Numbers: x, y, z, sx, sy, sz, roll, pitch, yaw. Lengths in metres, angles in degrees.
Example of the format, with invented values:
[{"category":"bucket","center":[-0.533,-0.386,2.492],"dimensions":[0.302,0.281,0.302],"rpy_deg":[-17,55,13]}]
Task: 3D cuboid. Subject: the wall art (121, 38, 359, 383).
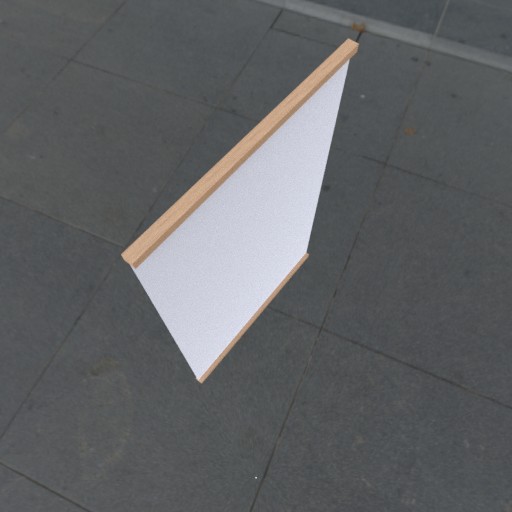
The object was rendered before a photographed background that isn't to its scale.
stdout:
[{"category":"wall art","center":[0.000,0.000,0.774],"dimensions":[0.016,0.611,0.401],"rpy_deg":[36,69,16]}]
